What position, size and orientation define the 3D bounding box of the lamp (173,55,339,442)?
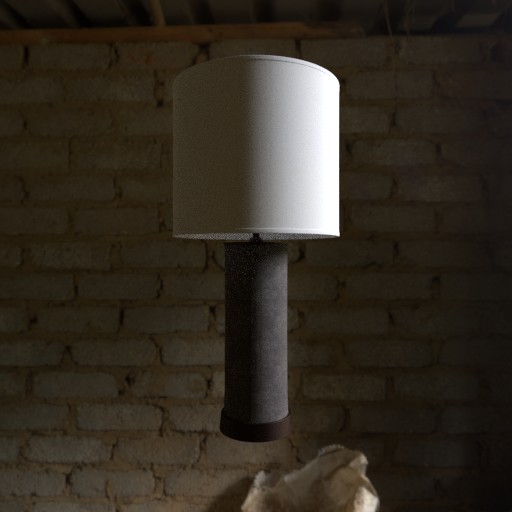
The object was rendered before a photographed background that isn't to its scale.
[{"bbox_3d":[0.000,0.000,0.814,0.301,0.630,0.301,0,0,-37],"label":"lamp"}]
